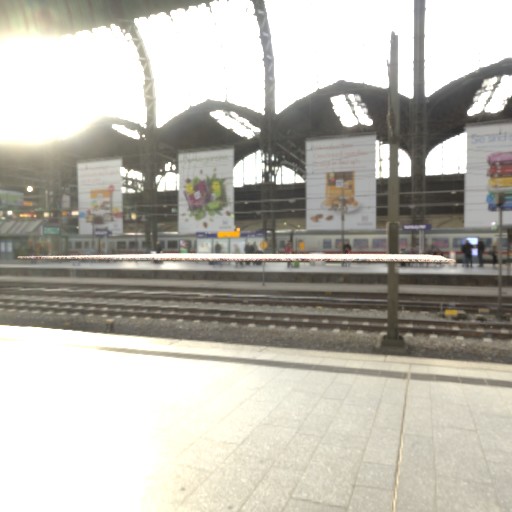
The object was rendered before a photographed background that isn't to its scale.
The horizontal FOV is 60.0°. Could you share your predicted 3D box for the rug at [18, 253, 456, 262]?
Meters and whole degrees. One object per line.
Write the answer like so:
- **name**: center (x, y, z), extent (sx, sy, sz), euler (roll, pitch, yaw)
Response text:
- **rug**: center (0.000, 0.000, 4.167), extent (3.226, 0.024, 2.436), euler (0, 1, 18)
